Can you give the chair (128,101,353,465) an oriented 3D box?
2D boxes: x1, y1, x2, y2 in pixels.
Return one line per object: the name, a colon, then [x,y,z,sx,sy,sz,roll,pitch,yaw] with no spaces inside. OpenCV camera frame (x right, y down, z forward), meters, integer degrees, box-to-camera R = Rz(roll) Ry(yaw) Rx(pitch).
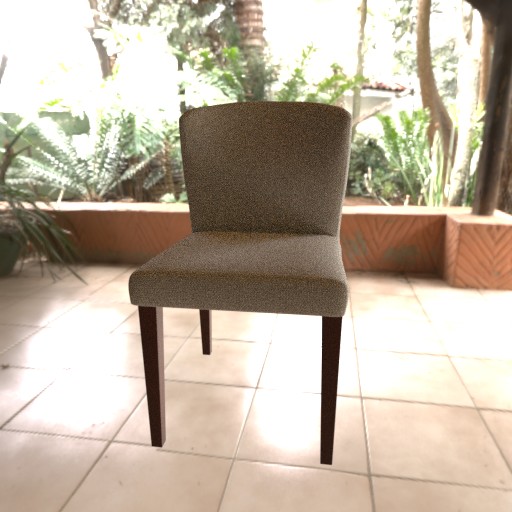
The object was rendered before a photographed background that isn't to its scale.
chair: [0.000,0.000,1.198,0.491,0.839,0.589,2,15,8]
